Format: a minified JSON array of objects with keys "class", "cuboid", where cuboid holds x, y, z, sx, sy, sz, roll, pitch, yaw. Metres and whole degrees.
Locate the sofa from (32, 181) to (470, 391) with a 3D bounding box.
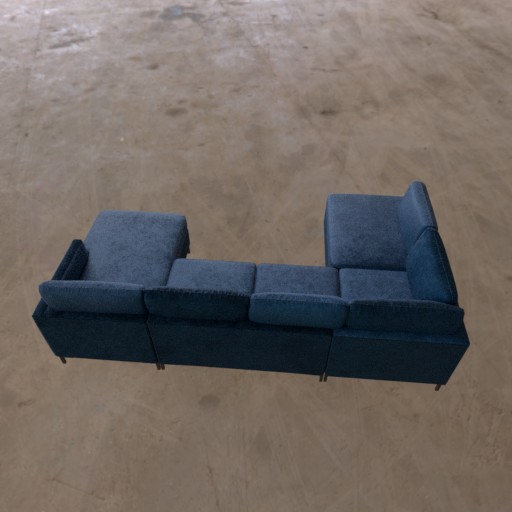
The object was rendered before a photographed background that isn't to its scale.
[{"class":"sofa","cuboid":[0.000,0.000,4.274,3.434,0.992,2.055,3,45,3]}]
